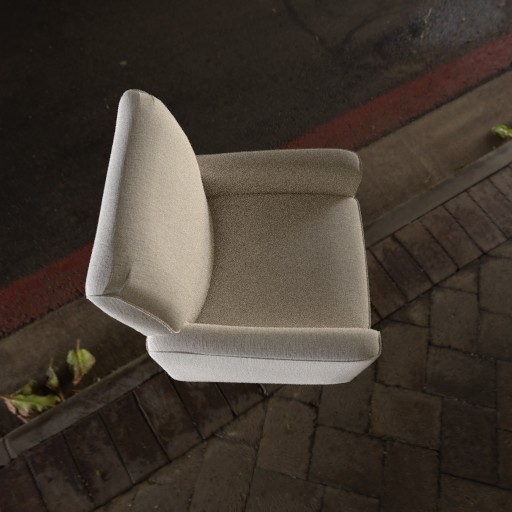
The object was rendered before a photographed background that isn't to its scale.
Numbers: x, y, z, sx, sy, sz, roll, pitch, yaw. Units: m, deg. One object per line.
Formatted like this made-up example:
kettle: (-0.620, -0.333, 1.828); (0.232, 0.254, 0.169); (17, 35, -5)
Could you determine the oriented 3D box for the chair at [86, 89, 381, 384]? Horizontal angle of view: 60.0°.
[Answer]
chair: (0.000, 0.000, 1.649); (0.858, 1.028, 0.841); (1, 65, 0)
